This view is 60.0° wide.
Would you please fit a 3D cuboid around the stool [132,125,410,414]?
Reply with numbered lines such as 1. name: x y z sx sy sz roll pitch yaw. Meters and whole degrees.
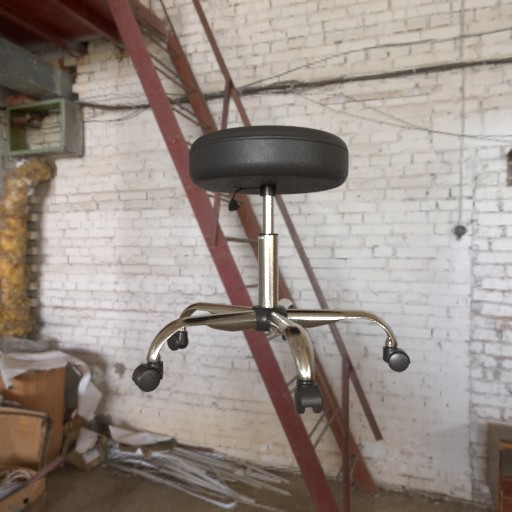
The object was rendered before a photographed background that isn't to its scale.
1. stool: 0.000 0.000 1.127 0.638 0.576 0.673 -1 1 -35
